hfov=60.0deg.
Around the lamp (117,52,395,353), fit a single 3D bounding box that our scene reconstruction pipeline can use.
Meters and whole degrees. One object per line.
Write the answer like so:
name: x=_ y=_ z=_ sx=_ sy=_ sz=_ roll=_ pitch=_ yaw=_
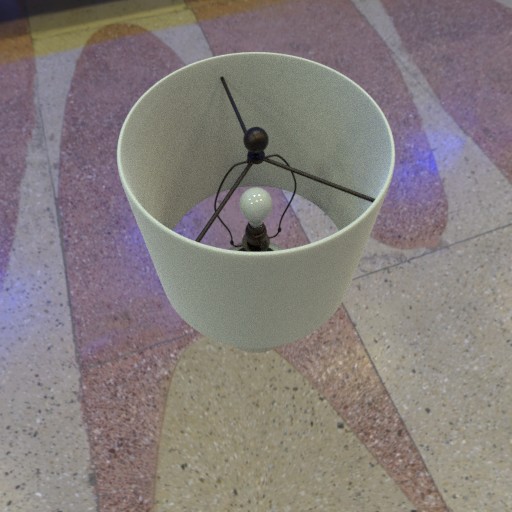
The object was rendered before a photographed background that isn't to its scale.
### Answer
lamp: x=0.000 y=0.000 z=0.760 sx=0.328 sy=0.570 sz=0.328 roll=0 pitch=59 yaw=0
